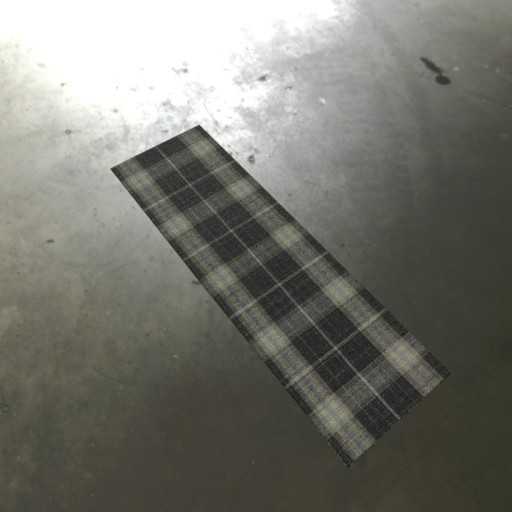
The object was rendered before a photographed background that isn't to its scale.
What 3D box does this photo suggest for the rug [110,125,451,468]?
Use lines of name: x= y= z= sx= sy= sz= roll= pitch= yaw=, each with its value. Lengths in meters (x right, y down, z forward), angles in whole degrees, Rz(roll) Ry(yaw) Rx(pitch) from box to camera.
rug: x=0.000 y=0.000 z=2.750 sx=0.760 sy=0.012 sz=2.434 roll=-33 pitch=63 yaw=-19
